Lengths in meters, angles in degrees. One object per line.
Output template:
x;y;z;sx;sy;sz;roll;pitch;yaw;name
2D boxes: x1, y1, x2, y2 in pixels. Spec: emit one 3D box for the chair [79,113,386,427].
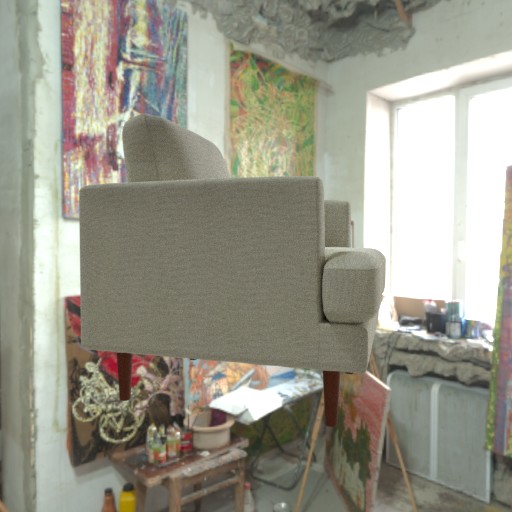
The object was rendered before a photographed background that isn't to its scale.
0.000;0.000;1.621;0.899;0.957;0.858;1;2;18;chair
